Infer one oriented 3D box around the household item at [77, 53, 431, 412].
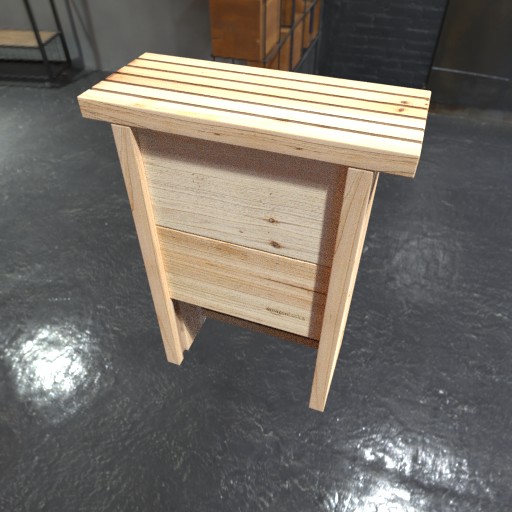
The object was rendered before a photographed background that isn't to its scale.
[{"bbox_3d":[0.000,0.000,0.544,0.301,0.407,0.123,14,45,14],"label":"household item"}]
